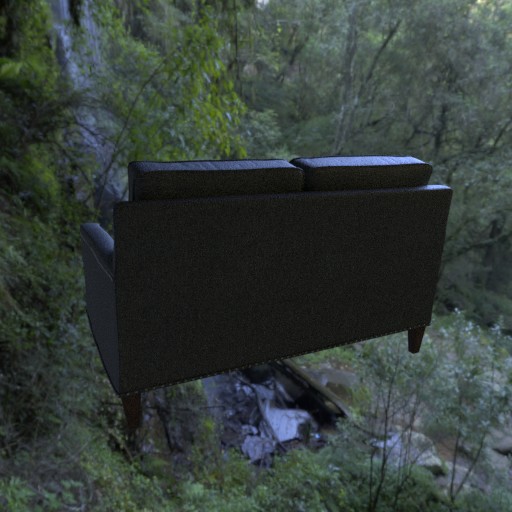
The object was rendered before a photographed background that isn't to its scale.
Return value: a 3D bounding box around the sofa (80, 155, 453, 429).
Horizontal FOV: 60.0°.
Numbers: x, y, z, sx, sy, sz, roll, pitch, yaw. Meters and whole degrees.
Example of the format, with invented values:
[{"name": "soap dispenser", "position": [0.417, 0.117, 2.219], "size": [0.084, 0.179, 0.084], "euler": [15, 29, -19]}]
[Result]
[{"name": "sofa", "position": [0.000, 0.000, 2.246], "size": [1.597, 1.003, 1.084], "euler": [-7, 15, -25]}]
